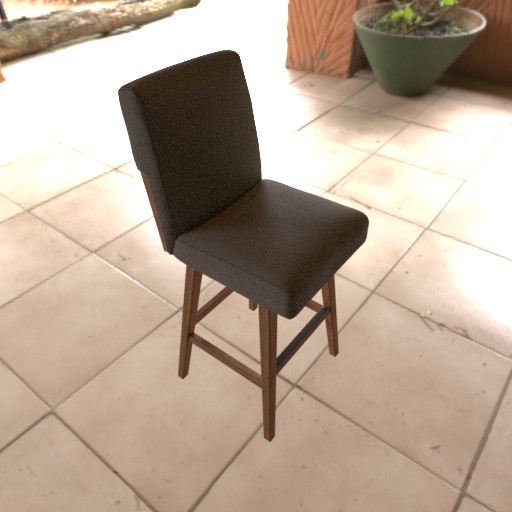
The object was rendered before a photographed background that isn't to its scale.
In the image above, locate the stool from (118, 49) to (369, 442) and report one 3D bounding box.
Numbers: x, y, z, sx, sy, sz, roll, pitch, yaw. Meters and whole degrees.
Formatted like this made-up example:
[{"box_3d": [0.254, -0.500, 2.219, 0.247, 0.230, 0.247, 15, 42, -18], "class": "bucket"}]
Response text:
[{"box_3d": [0.000, 0.000, 1.436, 0.570, 1.112, 0.483, 26, 46, 28], "class": "stool"}]
